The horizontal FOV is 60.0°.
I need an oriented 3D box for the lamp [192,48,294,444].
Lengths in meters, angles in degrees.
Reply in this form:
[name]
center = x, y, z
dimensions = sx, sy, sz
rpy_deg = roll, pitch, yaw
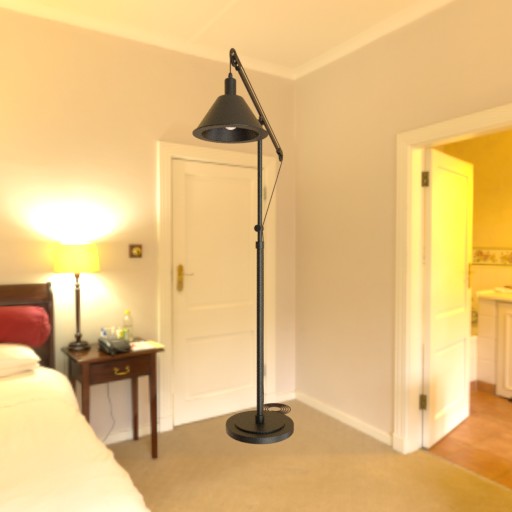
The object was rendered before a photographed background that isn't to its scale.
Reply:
[lamp]
center = 0.000, 0.000, 2.003
dimensions = 0.319, 1.626, 0.904
rpy_deg = 1, 2, 19
